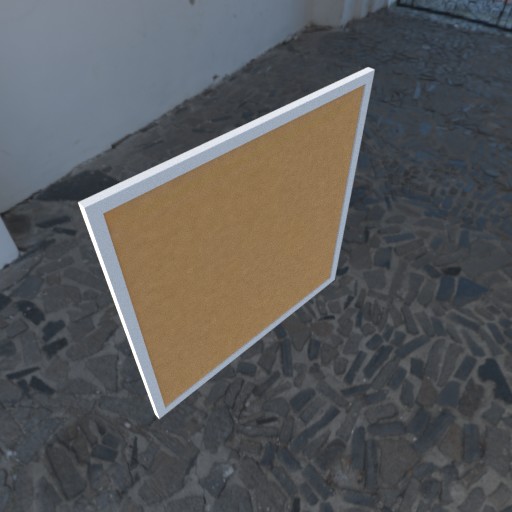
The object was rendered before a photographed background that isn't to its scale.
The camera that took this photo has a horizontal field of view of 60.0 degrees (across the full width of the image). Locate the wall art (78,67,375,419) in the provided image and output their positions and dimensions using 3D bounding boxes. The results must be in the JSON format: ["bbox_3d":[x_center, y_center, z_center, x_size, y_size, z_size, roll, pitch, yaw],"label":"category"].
[{"bbox_3d":[0.000,0.000,0.695,0.457,0.457,0.012,-34,54,-29],"label":"wall art"}]
